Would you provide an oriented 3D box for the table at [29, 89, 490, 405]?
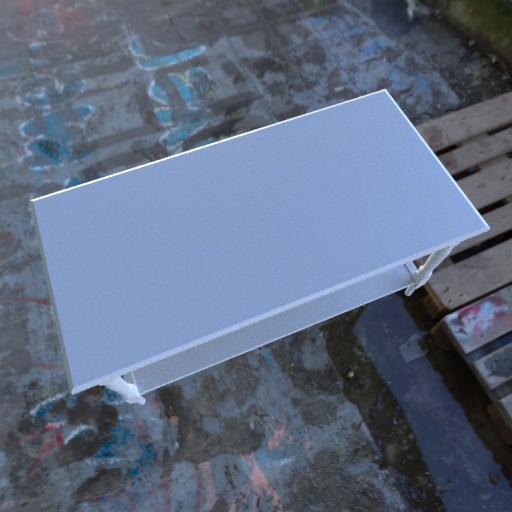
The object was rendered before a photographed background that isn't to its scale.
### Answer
[{"bbox_3d":[0.000,0.000,1.407,1.109,0.506,0.551,-20,65,-10],"label":"table"}]
